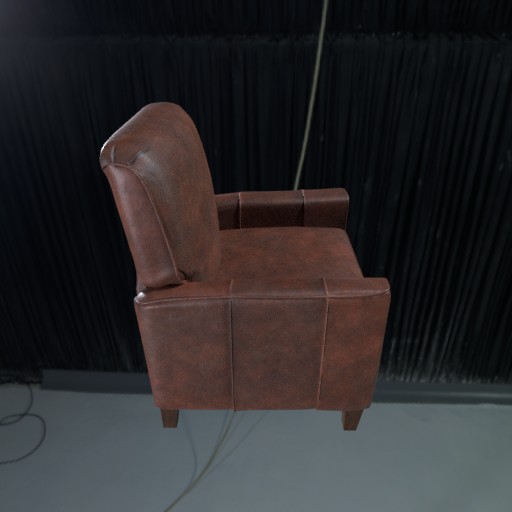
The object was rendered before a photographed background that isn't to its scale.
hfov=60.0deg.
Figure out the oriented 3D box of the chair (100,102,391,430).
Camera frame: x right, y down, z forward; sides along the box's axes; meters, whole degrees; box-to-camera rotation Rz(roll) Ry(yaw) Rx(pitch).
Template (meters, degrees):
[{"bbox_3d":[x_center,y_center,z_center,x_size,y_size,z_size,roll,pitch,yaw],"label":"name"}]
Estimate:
[{"bbox_3d":[0.000,0.000,1.685,0.836,1.043,0.843,0,30,0],"label":"chair"}]
